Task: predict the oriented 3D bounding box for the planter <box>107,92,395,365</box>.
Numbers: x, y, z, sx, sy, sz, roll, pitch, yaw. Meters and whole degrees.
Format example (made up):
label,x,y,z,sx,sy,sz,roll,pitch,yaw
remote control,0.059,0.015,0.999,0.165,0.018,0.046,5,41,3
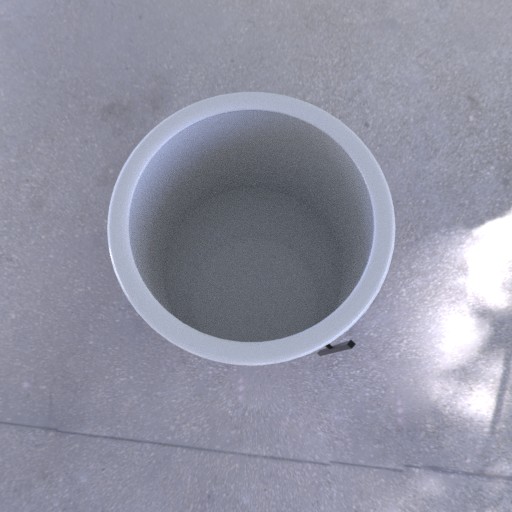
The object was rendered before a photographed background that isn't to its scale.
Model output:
label,x,y,z,sx,sy,sz,roll,pitch,yaw
planter,0.000,0.000,0.737,0.360,0.480,0.361,18,76,5
